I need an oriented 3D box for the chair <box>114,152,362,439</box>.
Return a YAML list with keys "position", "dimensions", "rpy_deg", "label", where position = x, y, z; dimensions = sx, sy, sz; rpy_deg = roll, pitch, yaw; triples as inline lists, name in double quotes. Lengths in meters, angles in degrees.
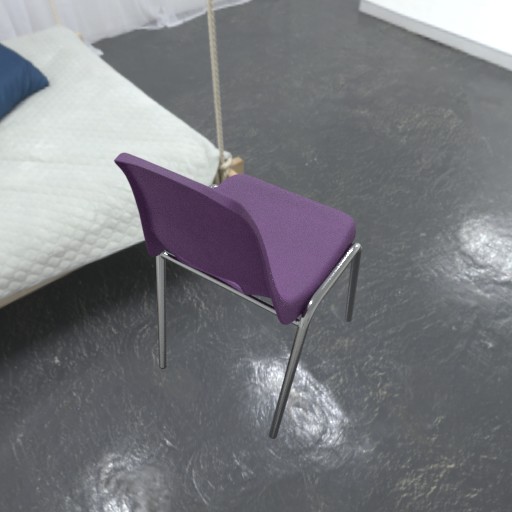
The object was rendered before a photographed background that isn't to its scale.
- position: [0.000, 0.000, 0.953]
  dimensions: [0.381, 0.704, 0.432]
  rpy_deg: [25, 52, 21]
  label: "chair"
